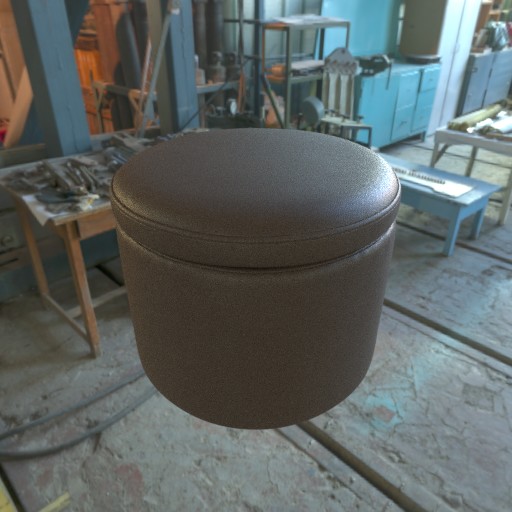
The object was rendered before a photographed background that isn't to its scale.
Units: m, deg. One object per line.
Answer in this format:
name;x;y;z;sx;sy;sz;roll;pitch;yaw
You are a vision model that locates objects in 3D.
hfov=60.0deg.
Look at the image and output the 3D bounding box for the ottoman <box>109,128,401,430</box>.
ottoman;0.000;0.000;0.864;0.500;0.409;0.500;0;31;0
